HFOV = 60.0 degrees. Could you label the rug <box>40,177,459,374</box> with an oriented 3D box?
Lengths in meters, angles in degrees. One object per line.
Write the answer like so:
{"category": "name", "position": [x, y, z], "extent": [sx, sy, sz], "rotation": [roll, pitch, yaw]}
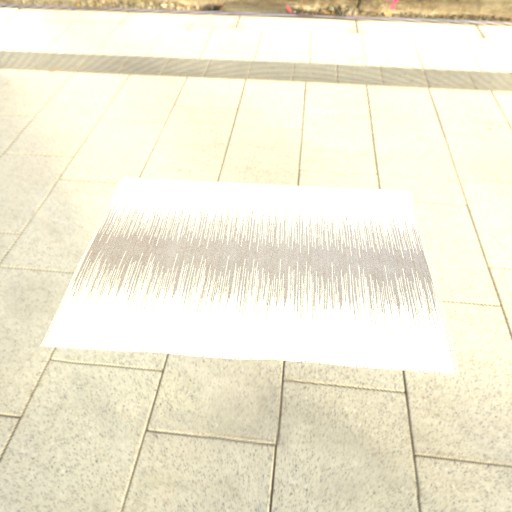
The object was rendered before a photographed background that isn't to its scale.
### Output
{"category": "rug", "position": [0.000, 0.000, 2.319], "extent": [1.815, 0.007, 1.226], "rotation": [3, 47, 3]}
